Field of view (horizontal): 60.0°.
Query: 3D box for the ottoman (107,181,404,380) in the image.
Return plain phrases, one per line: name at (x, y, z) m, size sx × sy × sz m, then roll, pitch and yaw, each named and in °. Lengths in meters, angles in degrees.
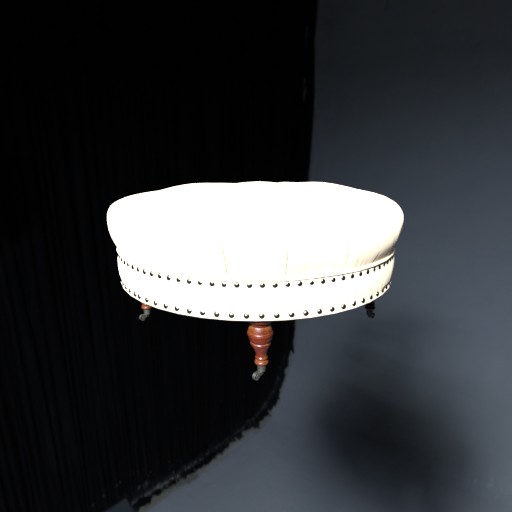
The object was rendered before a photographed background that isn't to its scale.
ottoman at (0.000, 0.000, 1.433) m, size 0.901 × 0.439 × 0.901 m, roll 0°, pitch 15°, yaw 0°
